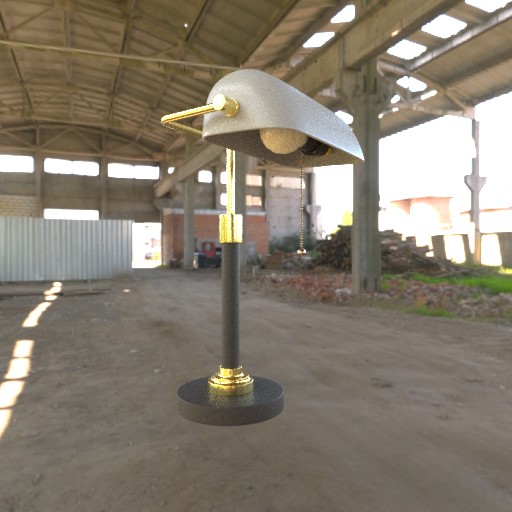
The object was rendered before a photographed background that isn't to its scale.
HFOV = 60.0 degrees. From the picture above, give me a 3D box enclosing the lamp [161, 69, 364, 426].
[{"bbox_3d":[0.000,0.000,0.573,0.227,0.404,0.269,0,0,35],"label":"lamp"}]
